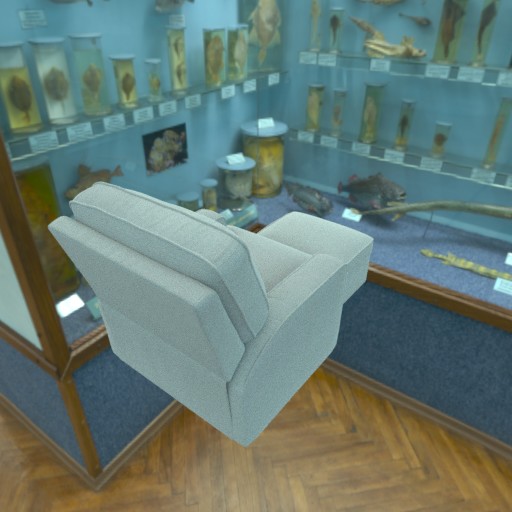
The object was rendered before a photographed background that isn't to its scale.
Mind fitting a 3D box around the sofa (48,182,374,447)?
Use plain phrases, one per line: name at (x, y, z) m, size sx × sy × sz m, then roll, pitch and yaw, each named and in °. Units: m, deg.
sofa at (0.000, 0.000, 2.059) m, size 0.861 × 0.959 × 1.472 m, roll 23°, pitch 39°, yaw 31°
